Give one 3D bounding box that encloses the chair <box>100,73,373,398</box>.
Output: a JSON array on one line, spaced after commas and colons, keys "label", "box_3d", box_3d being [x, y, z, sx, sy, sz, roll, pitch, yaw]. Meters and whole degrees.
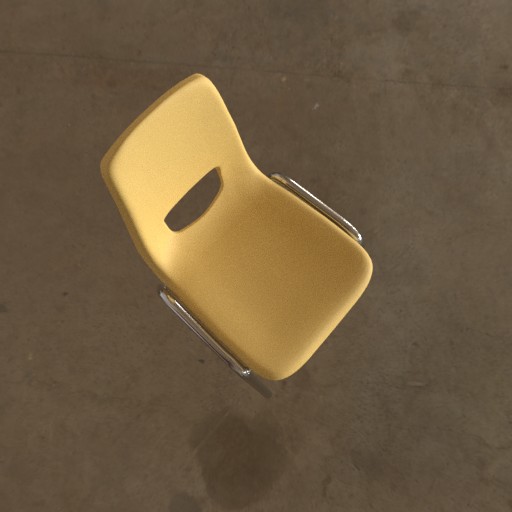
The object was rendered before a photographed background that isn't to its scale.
[{"label": "chair", "box_3d": [0.000, 0.000, 0.803, 0.385, 0.536, 0.354, 40, 78, 10]}]
